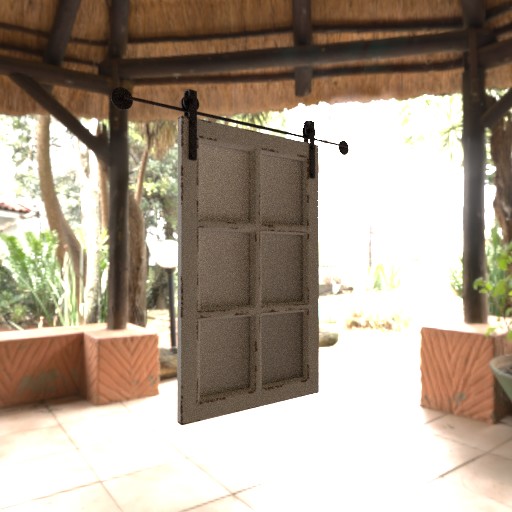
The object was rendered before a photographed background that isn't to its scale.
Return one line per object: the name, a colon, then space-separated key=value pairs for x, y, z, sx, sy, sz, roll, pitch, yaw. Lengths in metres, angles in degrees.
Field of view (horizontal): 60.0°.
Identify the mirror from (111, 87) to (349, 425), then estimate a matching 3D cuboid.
mirror: x=0.000 y=0.000 z=1.247 sx=0.808 sy=0.844 sz=0.037 roll=1 pitch=-1 yaw=-36
